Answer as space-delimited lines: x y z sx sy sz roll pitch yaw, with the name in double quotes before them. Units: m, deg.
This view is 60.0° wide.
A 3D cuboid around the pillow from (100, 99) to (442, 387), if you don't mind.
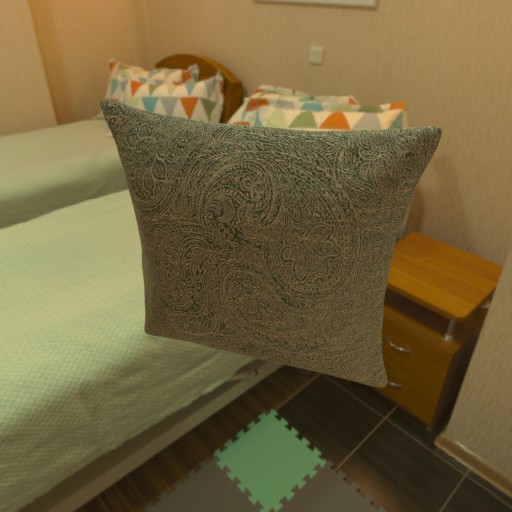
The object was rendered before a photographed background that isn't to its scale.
"pillow" 0.000 0.000 0.788 0.526 0.507 0.166 10 33 15
